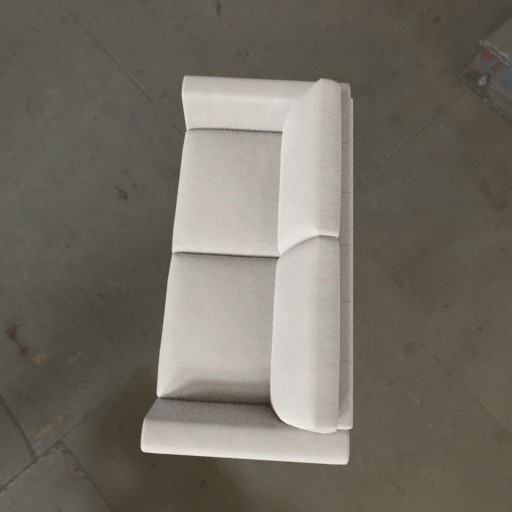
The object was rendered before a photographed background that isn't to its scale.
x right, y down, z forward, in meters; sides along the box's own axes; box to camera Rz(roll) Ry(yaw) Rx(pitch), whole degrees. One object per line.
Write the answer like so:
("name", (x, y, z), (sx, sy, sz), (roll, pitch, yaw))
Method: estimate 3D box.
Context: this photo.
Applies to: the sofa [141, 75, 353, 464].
("sofa", (0.000, 0.000, 2.423), (0.953, 0.875, 2.017), (3, 75, 1))
